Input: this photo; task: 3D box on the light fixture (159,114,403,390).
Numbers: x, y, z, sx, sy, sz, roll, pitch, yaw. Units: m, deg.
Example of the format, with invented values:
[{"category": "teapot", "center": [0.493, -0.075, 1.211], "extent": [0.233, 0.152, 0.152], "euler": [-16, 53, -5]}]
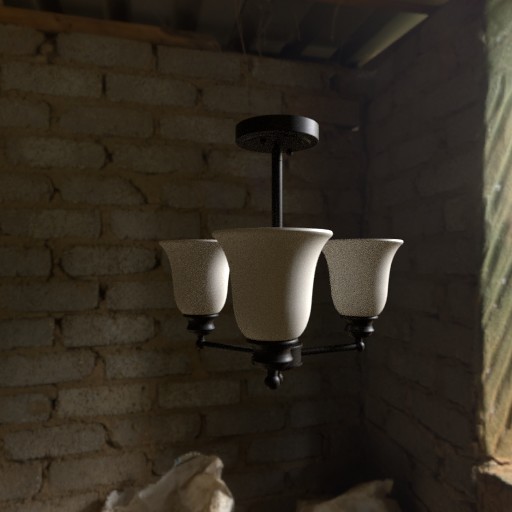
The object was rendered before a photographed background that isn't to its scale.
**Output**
[{"category": "light fixture", "center": [0.000, 0.000, 0.661], "extent": [0.354, 0.370, 0.388], "euler": [-1, -1, 35]}]
